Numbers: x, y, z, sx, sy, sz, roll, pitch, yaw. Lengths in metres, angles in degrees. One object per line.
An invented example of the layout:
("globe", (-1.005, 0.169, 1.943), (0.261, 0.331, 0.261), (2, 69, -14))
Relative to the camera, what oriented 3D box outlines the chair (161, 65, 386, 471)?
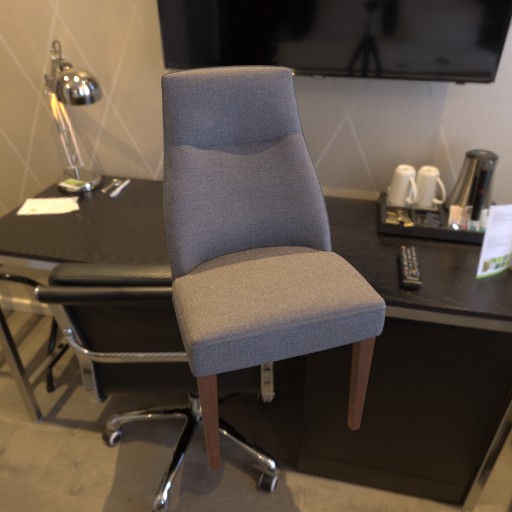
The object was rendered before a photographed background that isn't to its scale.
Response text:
("chair", (0.000, 0.000, 1.267), (0.500, 0.930, 0.620), (-9, 33, -15))
